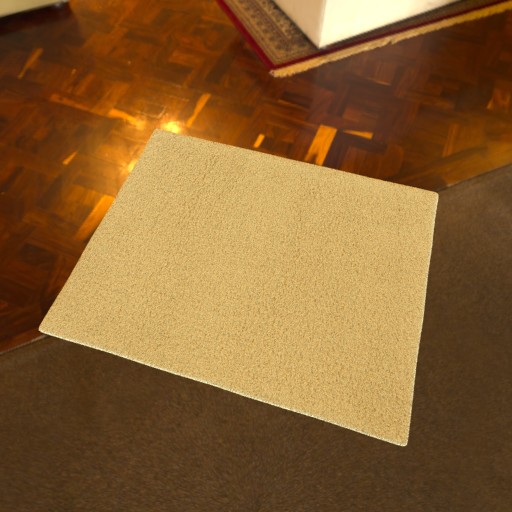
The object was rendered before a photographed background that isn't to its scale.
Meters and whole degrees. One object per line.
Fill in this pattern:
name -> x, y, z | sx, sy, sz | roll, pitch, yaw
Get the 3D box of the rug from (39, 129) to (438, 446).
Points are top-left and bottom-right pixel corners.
rug -> 0.000, 0.000, 4.040 | 3.047, 0.029, 2.438 | 15, 61, 9
